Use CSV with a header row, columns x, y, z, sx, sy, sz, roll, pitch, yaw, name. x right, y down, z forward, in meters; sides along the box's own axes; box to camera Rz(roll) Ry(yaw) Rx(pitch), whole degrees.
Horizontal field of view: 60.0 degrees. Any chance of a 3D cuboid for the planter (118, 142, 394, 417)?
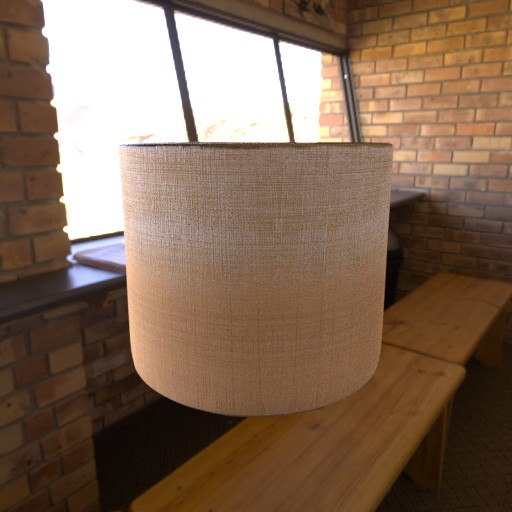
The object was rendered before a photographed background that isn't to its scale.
x,y,z,sx,sy,sz,roll,pitch,yaw,name
0.000,0.000,0.445,0.254,0.221,0.254,0,15,0,planter
